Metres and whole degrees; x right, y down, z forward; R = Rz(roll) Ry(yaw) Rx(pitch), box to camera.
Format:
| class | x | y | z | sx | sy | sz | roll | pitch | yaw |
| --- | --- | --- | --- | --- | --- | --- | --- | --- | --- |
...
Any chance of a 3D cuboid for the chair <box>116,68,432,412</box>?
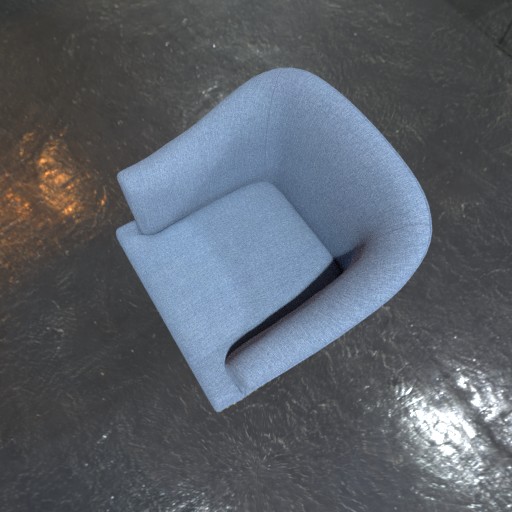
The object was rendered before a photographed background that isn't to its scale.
| class | x | y | z | sx | sy | sz | roll | pitch | yaw |
| --- | --- | --- | --- | --- | --- | --- | --- | --- | --- |
| chair | 0.000 | 0.000 | 1.423 | 0.704 | 0.815 | 0.772 | -30 | 68 | -14 |
